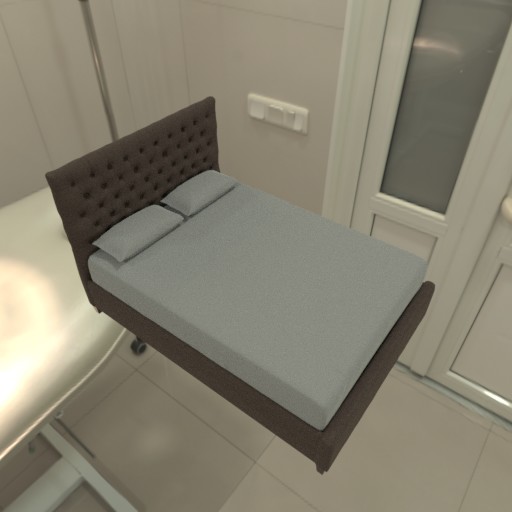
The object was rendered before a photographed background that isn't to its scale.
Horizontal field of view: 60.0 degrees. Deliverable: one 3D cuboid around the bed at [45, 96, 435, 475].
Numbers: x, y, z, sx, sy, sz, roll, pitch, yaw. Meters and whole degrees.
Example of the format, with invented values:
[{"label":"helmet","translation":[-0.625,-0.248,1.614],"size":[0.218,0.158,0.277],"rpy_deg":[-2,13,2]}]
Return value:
[{"label":"bed","translation":[0.000,0.000,3.423],"size":[2.387,1.427,1.698],"rpy_deg":[27,48,27]}]
